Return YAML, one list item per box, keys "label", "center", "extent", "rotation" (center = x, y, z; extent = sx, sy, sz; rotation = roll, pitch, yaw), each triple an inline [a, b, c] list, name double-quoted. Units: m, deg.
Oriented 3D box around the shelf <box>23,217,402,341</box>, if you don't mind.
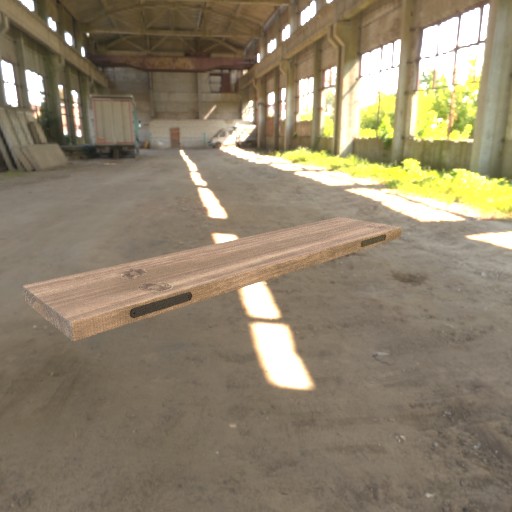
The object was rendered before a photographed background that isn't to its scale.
- label: "shelf"
  center: [0.000, 0.000, 0.666]
  extent: [0.610, 0.020, 0.140]
  rotation: [-15, 21, -42]
